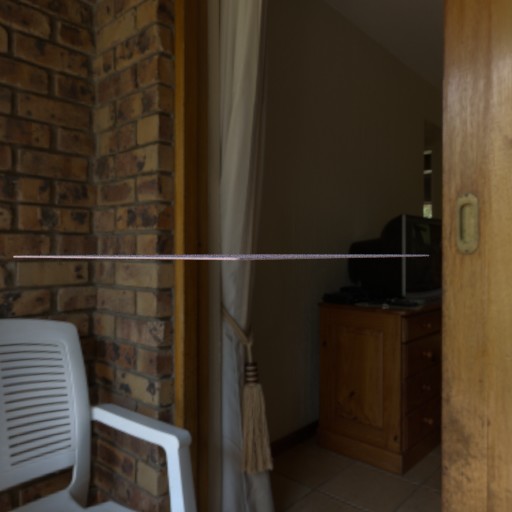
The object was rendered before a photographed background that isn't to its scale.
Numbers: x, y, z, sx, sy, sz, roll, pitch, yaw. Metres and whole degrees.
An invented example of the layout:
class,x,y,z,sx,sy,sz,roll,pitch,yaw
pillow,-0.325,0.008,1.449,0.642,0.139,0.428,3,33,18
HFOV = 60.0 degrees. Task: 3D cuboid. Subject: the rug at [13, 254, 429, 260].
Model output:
class,x,y,z,sx,sy,sz,roll,pitch,yaw
rug,0.000,0.000,2.253,1.219,0.009,1.829,0,0,36
